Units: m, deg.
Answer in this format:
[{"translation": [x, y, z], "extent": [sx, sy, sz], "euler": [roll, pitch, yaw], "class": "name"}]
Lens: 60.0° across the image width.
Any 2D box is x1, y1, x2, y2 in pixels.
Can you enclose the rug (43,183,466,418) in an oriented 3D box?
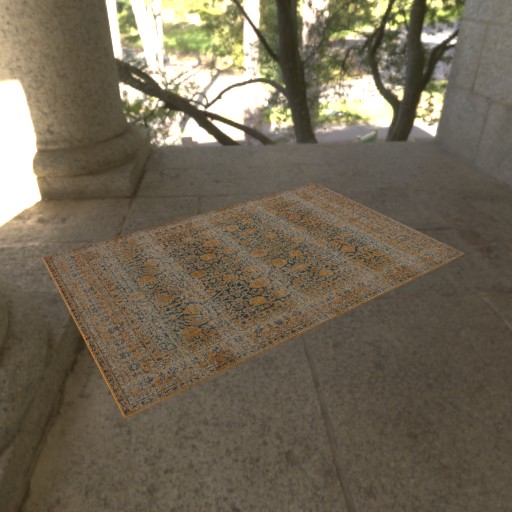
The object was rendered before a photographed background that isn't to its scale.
[{"translation": [0.000, 0.000, 2.919], "extent": [2.336, 0.007, 1.525], "euler": [-19, 36, -29], "class": "rug"}]
